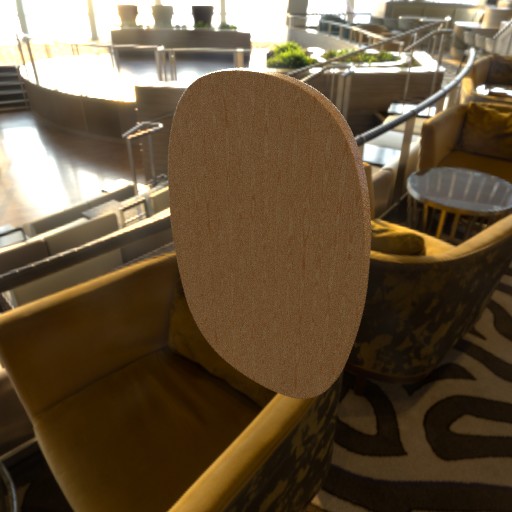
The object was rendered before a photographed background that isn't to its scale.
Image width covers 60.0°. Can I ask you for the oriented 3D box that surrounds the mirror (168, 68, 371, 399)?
[{"bbox_3d":[0.000,0.000,1.371,0.724,1.075,0.037,23,39,31],"label":"mirror"}]
